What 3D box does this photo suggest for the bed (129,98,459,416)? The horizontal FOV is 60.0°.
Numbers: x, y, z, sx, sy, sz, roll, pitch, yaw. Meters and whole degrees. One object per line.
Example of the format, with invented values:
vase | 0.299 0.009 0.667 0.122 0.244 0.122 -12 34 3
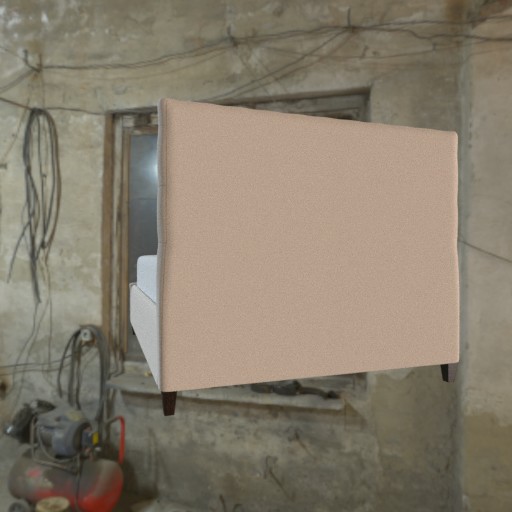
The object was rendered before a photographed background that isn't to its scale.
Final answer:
bed | 0.000 0.000 3.277 1.696 1.426 2.233 0 0 -19
